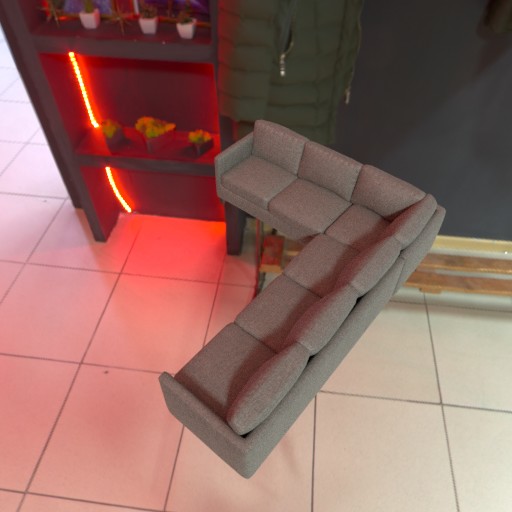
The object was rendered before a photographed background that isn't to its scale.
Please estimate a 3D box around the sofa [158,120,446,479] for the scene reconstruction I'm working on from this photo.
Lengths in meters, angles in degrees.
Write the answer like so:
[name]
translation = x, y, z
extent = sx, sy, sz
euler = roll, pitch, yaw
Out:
[sofa]
translation = 0.000, 0.000, 4.576
extent = 2.593, 0.947, 3.302
euler = 32, 55, 25
